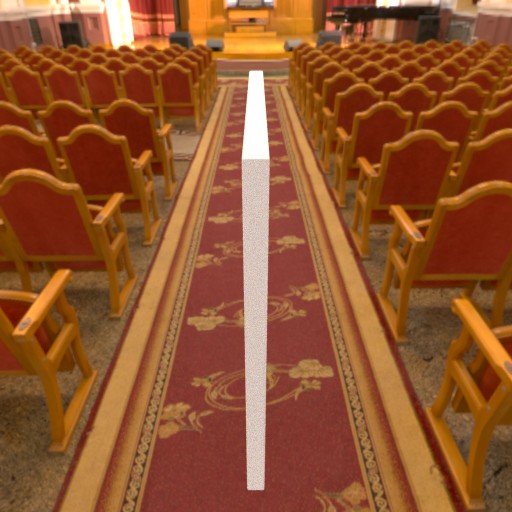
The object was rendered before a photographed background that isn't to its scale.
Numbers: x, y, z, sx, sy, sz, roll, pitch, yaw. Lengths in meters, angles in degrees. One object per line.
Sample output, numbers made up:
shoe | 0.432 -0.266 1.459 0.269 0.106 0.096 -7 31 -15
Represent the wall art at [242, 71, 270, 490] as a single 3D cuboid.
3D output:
wall art | 0.000 0.000 1.112 0.037 0.757 0.757 0 31 0
